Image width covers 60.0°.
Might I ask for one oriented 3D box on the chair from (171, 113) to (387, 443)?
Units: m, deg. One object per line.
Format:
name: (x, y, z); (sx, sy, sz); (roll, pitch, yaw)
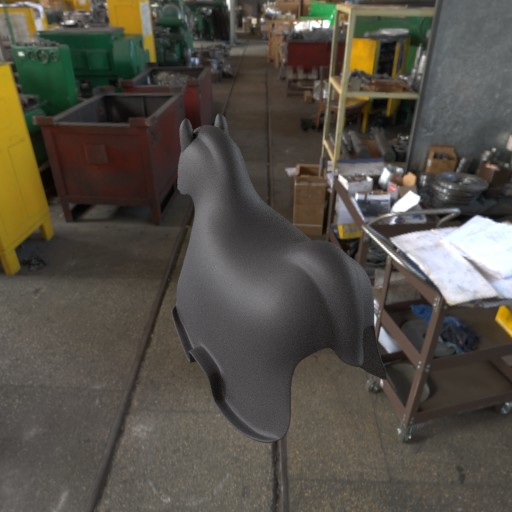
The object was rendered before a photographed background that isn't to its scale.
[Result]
chair: (0.000, 0.000, 1.166); (0.429, 0.612, 0.800); (-18, 36, -27)
